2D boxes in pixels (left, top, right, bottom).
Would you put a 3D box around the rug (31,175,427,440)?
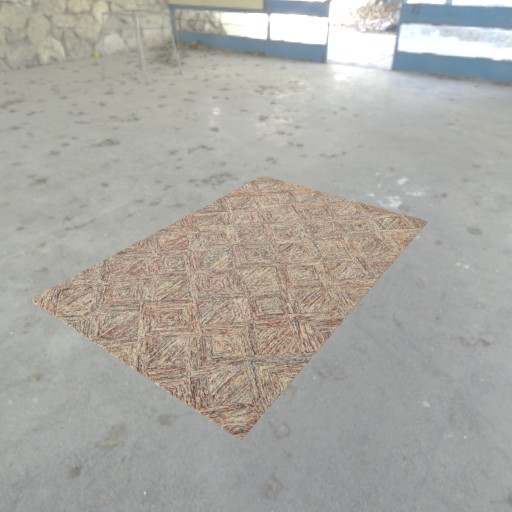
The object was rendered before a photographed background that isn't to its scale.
[{"bbox_3d":[0.000,0.000,2.931,1.523,0.019,2.285,21,38,30],"label":"rug"}]
